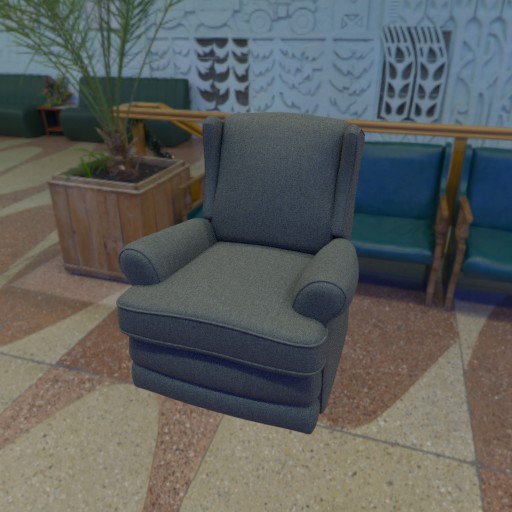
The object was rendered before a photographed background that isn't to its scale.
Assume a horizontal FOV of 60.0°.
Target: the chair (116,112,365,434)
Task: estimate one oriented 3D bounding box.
[{"bbox_3d":[0.000,0.000,1.797,0.847,1.011,0.969,9,28,17],"label":"chair"}]
